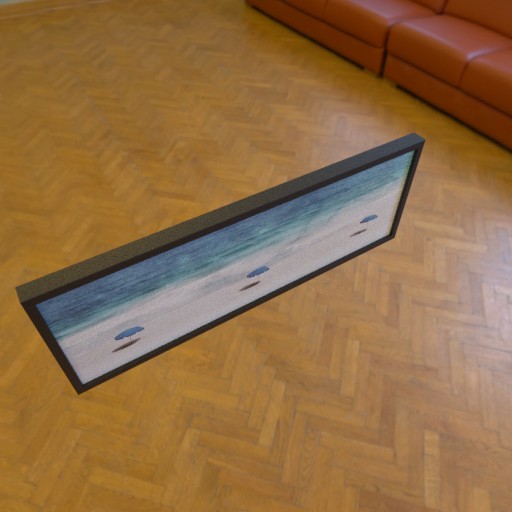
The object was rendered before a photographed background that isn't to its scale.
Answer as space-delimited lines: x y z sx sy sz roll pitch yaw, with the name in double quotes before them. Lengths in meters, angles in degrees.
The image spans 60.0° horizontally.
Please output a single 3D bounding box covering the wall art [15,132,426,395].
"wall art" 0.000 0.000 0.945 0.860 0.303 0.037 -24 51 -21
